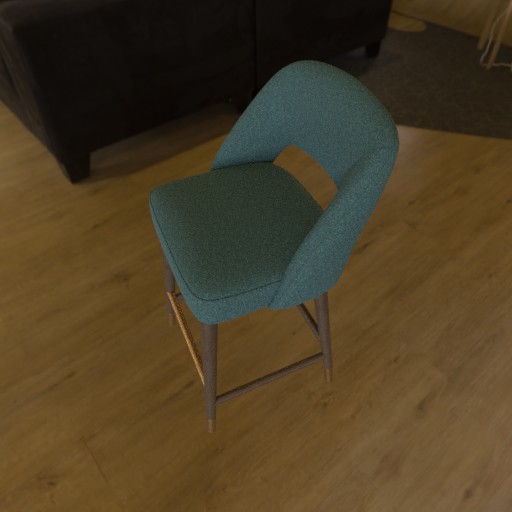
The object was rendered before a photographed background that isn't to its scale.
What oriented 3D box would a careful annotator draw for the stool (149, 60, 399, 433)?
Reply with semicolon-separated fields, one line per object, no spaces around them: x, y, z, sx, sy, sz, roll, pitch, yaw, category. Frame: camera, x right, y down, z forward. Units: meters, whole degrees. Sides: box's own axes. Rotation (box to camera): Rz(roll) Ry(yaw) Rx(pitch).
0.000;0.000;1.260;0.522;0.939;0.536;-17;48;-16;stool
